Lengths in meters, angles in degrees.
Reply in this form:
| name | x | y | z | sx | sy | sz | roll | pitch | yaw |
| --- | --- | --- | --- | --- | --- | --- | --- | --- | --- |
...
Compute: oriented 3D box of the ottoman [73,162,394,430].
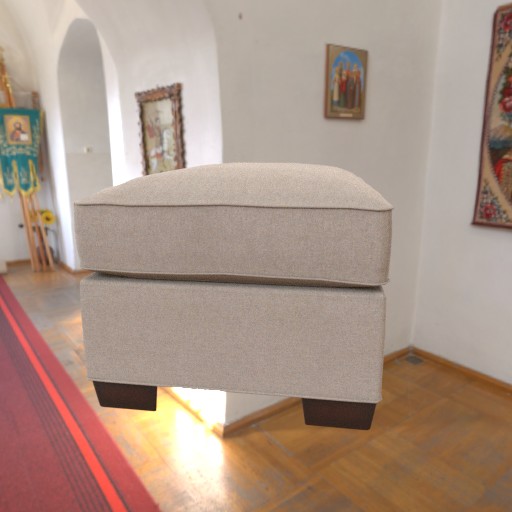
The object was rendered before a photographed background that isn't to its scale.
| name | x | y | z | sx | sy | sz | roll | pitch | yaw |
| --- | --- | --- | --- | --- | --- | --- | --- | --- | --- |
| ottoman | 0.000 | 0.000 | 1.250 | 0.617 | 0.503 | 0.846 | 2 | 14 | 8 |
